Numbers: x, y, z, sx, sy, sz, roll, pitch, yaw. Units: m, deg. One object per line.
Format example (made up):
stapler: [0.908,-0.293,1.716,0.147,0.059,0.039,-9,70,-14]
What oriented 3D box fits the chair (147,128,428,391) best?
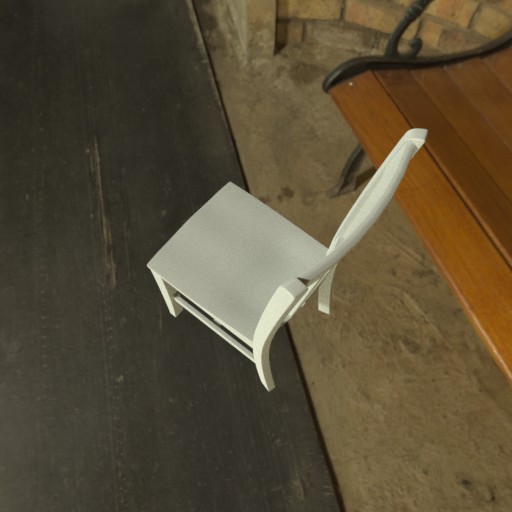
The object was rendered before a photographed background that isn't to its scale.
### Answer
chair: [0.000,0.000,1.301,0.555,0.998,0.450,35,68,16]
